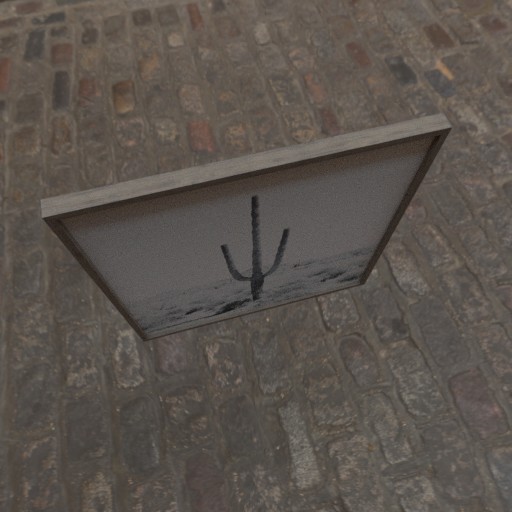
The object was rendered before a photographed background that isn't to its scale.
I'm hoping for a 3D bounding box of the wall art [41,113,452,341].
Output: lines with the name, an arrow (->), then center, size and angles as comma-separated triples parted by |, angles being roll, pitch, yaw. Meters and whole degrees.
wall art -> 0.000, 0.000, 1.144 | 0.762, 0.762, 0.038 | -14, 64, -7
